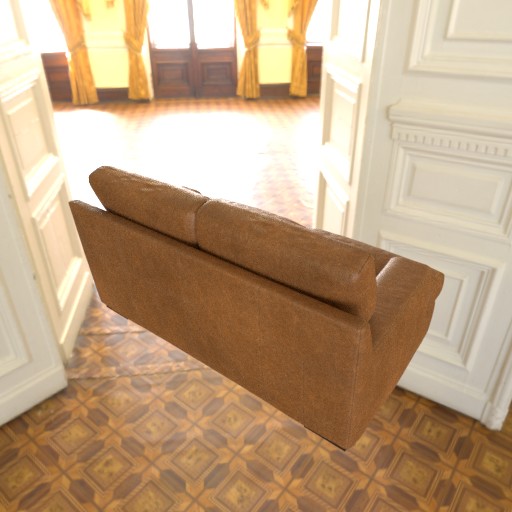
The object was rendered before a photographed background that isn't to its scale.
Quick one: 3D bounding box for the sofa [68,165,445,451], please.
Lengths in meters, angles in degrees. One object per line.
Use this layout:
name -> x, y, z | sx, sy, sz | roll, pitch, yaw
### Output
sofa -> 0.000, 0.000, 2.532 | 1.880, 0.966, 1.144 | 22, 37, 32
